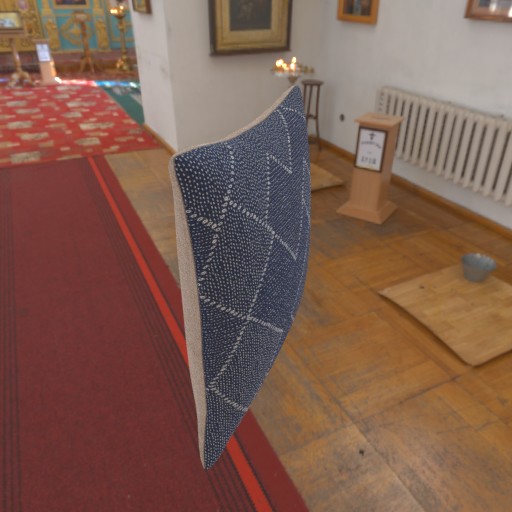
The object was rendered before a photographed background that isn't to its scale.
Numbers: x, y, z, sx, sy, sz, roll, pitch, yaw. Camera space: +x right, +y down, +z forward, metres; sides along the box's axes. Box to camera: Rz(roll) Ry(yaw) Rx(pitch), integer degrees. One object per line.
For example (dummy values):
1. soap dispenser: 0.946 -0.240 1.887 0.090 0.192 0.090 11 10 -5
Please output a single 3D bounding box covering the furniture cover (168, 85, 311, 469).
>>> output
1. furniture cover: 0.000 0.000 0.783 0.162 0.503 0.511 10 31 16
